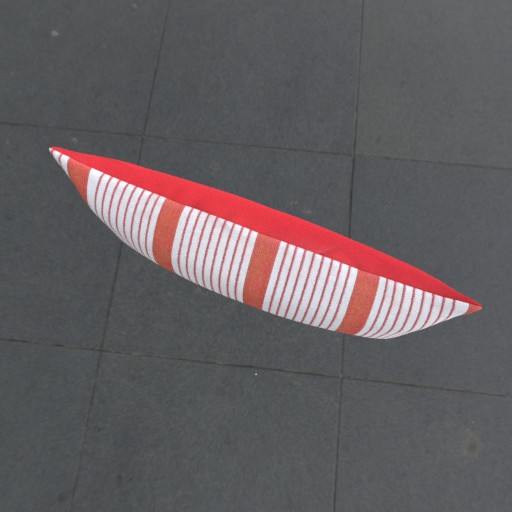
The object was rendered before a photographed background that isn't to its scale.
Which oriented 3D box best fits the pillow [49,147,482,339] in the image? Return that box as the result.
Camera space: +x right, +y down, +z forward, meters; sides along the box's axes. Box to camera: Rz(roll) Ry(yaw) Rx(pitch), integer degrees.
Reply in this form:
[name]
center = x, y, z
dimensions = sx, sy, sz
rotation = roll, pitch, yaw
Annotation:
[pillow]
center = 0.000, 0.000, 0.717
dimensions = 0.608, 0.297, 0.151
rotation = 20, 76, 5
